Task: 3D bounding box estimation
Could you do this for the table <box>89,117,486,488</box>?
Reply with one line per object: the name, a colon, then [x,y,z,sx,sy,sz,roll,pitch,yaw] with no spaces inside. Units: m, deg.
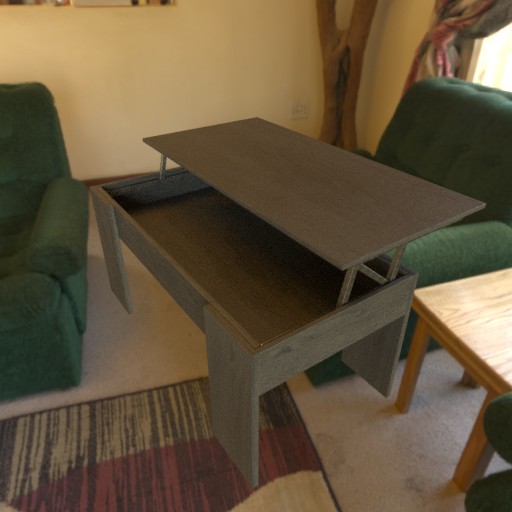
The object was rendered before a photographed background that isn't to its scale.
table: [0.000,0.000,1.437,0.711,0.570,1.000,-20,37,-29]
